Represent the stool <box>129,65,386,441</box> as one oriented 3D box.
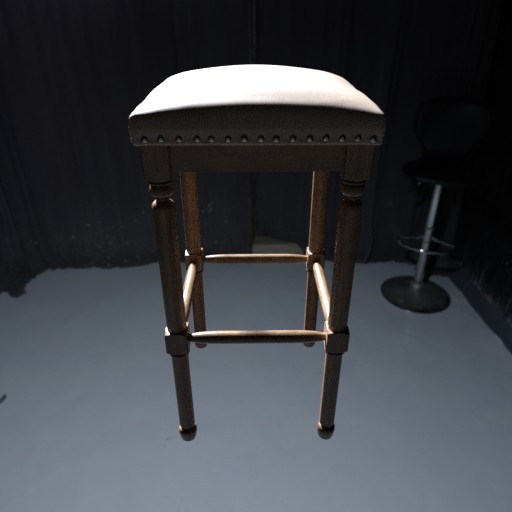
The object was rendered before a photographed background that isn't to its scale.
[{"bbox_3d":[0.000,0.000,0.972,0.383,0.768,0.382,0,29,-1],"label":"stool"}]
